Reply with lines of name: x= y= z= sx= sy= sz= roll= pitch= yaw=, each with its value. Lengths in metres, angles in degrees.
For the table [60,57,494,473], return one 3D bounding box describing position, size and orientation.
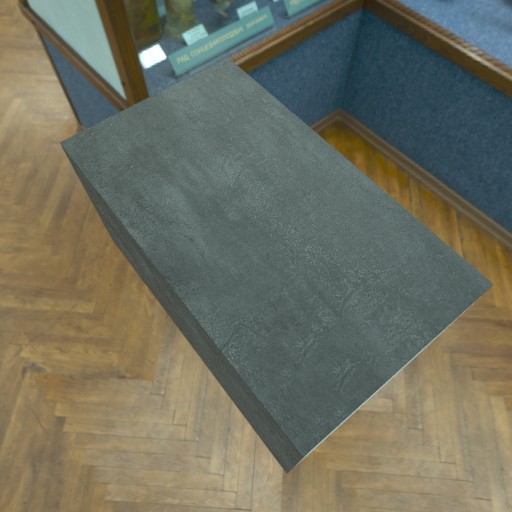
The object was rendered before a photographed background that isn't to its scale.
table: x=0.000 y=0.000 z=0.923 sx=0.400 sy=0.350 sz=0.700 roll=-35 pitch=66 yaw=-18
